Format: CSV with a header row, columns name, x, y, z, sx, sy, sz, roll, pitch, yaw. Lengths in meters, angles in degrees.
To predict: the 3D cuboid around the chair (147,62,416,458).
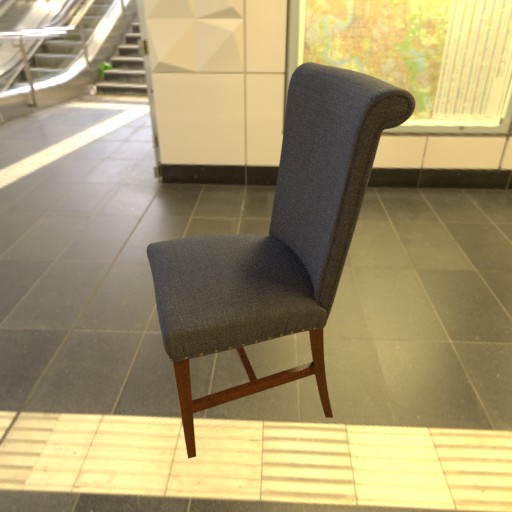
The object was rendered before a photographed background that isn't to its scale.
name,x,y,z,sx,sy,sz,roll,pitch,yaw
chair,0.000,0.000,1.305,0.608,0.988,0.513,-9,31,-15
